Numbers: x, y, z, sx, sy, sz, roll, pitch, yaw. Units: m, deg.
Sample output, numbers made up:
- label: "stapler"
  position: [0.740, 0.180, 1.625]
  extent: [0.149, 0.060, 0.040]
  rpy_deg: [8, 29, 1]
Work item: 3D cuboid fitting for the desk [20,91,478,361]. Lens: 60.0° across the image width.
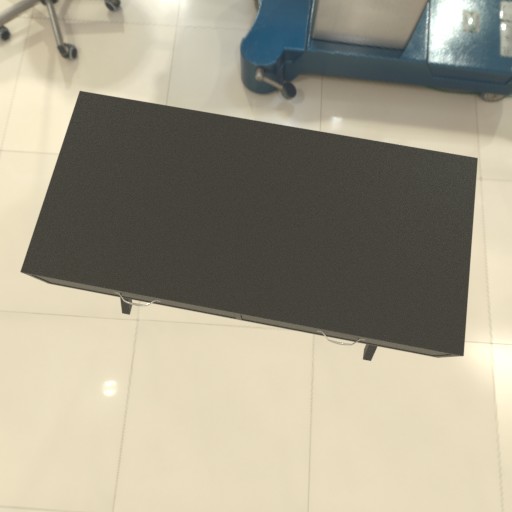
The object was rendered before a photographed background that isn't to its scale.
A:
- label: "desk"
  position: [0.000, 0.000, 1.473]
  extent: [1.057, 0.780, 0.525]
  rpy_deg: [10, 76, 3]
